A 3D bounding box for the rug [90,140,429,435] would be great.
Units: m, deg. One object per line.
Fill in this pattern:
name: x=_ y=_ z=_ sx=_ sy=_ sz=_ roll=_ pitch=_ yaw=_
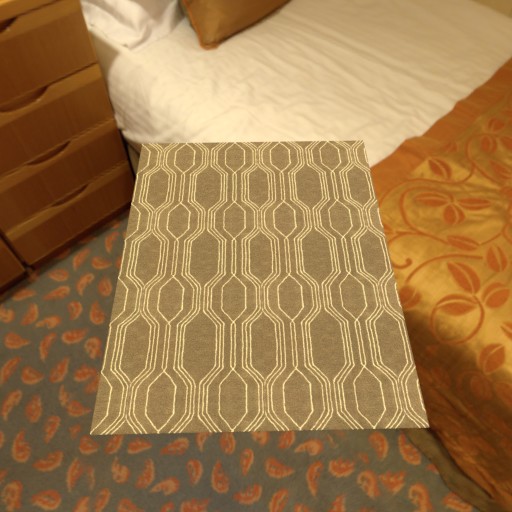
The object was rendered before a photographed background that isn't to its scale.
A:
rug: x=0.000 y=0.000 z=4.065 sx=2.457 sy=0.012 sz=3.062 roll=-1 pitch=56 yaw=-1
